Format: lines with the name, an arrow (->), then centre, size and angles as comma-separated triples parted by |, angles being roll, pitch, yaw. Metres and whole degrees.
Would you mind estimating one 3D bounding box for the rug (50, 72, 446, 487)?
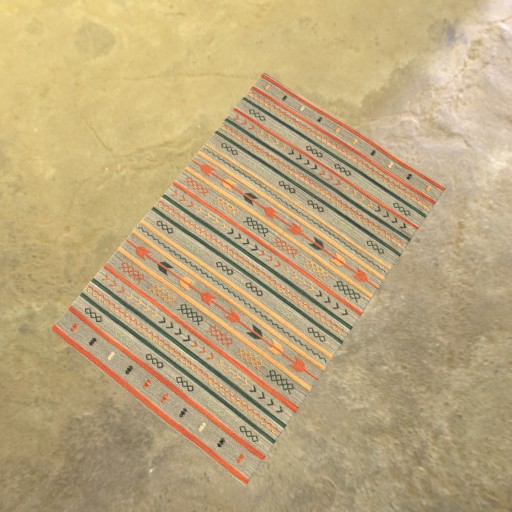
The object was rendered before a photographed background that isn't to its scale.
rug -> 0.000, 0.000, 2.304 | 1.220, 0.017, 1.835 | 35, 79, 8
